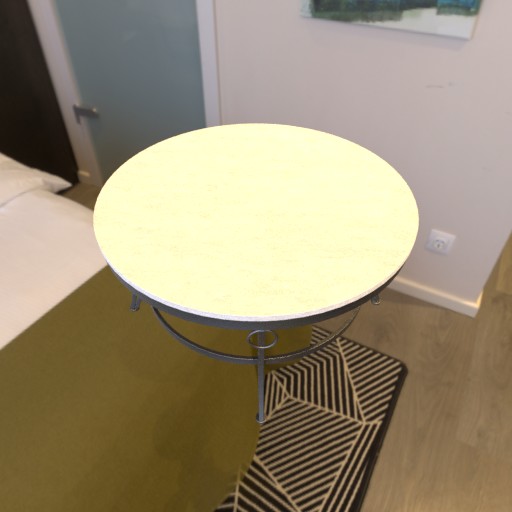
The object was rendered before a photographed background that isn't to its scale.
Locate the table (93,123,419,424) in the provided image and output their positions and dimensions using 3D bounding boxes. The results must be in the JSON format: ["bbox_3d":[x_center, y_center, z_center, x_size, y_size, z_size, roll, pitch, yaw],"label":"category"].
[{"bbox_3d":[0.000,0.000,1.412,0.889,0.470,0.889,0,42,0],"label":"table"}]
